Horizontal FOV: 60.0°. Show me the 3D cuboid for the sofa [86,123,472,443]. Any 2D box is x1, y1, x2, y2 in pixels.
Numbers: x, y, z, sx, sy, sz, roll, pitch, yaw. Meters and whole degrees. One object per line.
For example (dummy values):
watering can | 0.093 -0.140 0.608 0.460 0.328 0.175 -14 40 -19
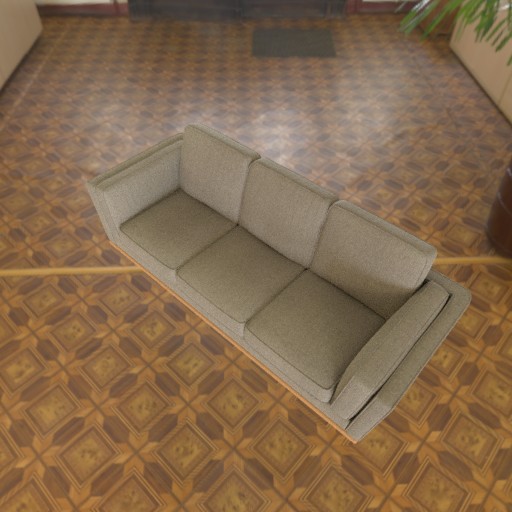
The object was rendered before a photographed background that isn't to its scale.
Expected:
sofa | 0.000 0.000 2.822 2.362 0.899 0.903 34 56 27
